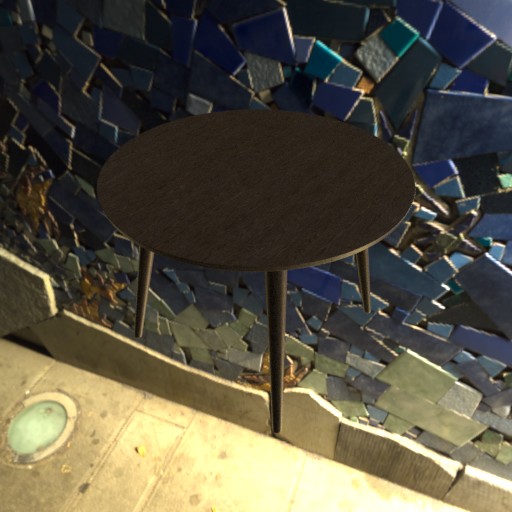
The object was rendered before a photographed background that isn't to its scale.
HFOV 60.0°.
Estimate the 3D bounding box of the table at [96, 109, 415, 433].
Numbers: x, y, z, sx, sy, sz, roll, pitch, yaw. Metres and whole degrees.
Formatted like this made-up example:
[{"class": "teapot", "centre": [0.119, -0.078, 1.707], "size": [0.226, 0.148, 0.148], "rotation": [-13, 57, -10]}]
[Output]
[{"class": "table", "centre": [0.000, 0.000, 1.766], "size": [1.053, 0.786, 1.053], "rotation": [0, 39, 0]}]
